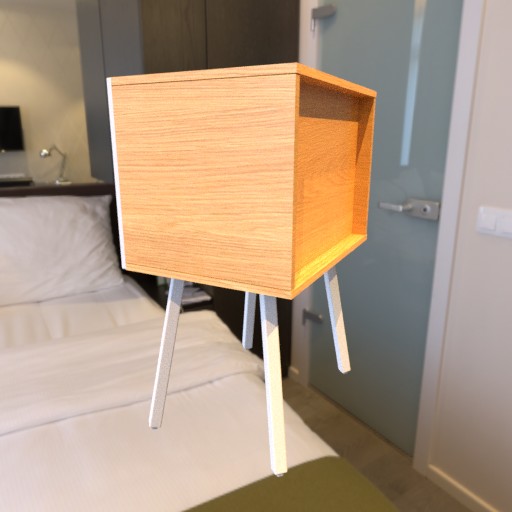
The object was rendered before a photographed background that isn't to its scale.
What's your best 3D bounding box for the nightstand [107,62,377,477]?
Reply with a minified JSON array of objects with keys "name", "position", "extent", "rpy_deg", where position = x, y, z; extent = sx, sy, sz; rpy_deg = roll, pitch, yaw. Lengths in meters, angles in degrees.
[{"name":"nightstand","position":[0.000,0.000,0.834],"extent":[0.316,0.601,0.400],"rpy_deg":[8,17,27]}]
